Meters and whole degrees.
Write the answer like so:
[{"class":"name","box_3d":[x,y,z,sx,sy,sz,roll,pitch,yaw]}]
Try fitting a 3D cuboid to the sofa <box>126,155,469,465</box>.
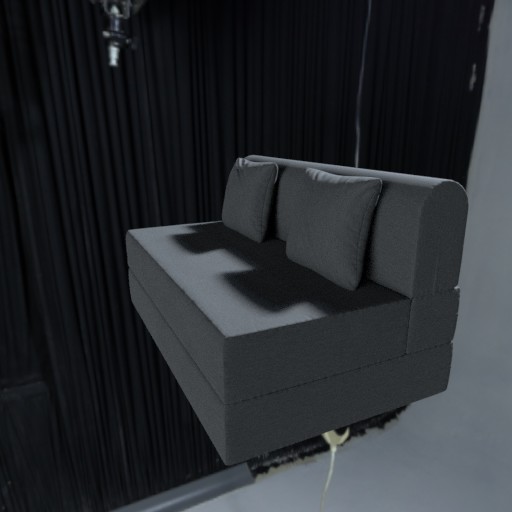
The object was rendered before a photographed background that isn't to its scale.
[{"class":"sofa","box_3d":[0.000,0.000,1.679,0.762,0.670,1.225,-8,18,-25]}]
